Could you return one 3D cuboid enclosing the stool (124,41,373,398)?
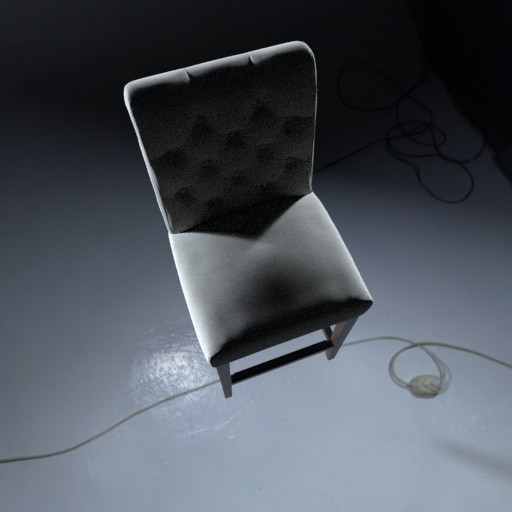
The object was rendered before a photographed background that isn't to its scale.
[{"bbox_3d":[0.000,0.000,1.390,0.493,1.040,0.601,-18,64,-9],"label":"stool"}]
